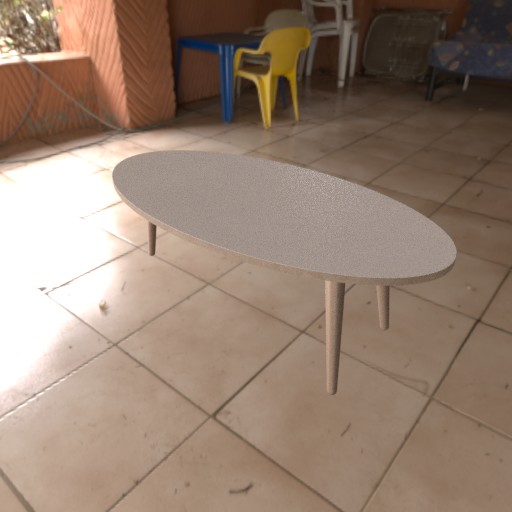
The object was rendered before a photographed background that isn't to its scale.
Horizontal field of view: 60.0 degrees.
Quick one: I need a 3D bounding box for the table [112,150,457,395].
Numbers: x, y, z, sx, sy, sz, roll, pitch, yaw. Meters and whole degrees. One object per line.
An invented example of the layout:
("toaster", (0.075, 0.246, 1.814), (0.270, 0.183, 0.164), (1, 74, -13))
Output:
("table", (0.000, 0.000, 1.339), (1.083, 0.390, 0.542), (23, 38, 32))
